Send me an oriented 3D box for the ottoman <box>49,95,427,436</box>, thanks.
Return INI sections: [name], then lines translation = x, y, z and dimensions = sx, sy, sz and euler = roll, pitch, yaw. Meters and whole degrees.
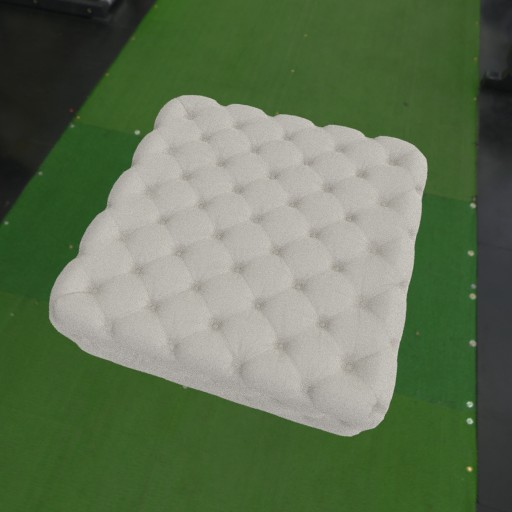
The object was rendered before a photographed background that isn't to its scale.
[ottoman]
translation = 0.000, 0.000, 1.195
dimensions = 0.755, 0.376, 0.753
euler = 15, 60, 9
